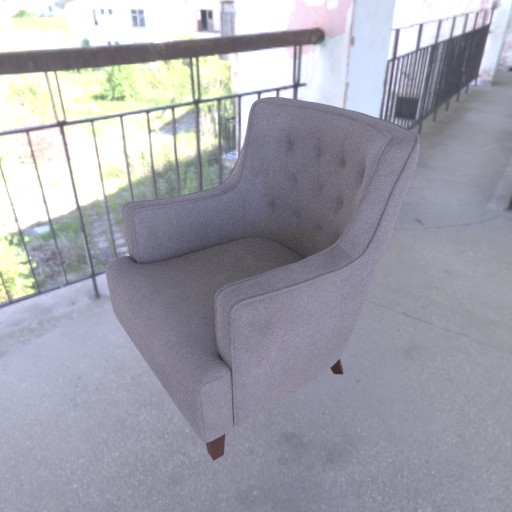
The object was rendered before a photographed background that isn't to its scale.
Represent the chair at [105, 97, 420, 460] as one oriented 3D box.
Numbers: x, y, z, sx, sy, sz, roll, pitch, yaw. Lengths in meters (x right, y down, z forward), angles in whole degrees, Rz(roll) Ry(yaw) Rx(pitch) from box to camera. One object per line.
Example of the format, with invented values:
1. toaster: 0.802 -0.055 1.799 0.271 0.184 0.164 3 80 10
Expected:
1. chair: 0.000 0.000 1.589 0.910 0.919 0.781 -20 36 -29
